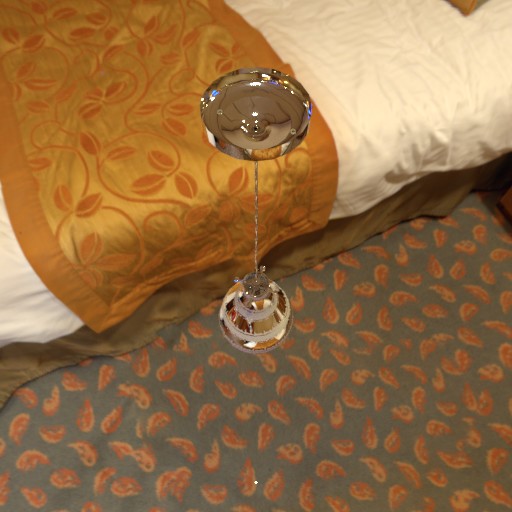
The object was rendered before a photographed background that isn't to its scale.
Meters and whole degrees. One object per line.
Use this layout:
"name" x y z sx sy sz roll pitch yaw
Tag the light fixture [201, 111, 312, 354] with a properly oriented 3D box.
"light fixture" 0.000 0.000 1.630 0.374 1.457 0.374 17 64 9
